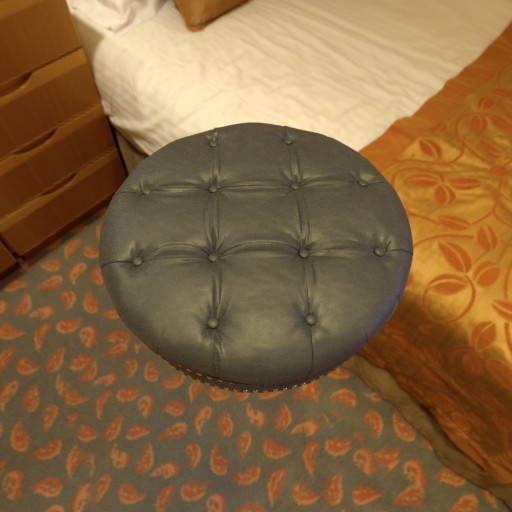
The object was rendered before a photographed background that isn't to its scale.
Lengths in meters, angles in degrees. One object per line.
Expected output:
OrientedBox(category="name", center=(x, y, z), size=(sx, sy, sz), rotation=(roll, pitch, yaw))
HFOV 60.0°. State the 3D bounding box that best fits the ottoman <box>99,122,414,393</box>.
OrientedBox(category="ottoman", center=(0.000, 0.000, 1.419), size=(0.901, 0.439, 0.901), rotation=(0, 58, 0))
